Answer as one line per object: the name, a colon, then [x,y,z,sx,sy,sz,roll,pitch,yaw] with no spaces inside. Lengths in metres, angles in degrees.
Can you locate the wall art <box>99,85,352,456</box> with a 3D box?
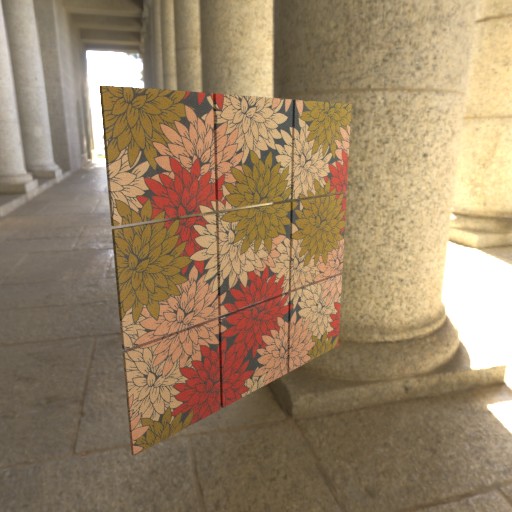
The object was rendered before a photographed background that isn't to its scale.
wall art: [0.000,0.000,1.348,0.904,0.913,0.013,-15,21,-42]
